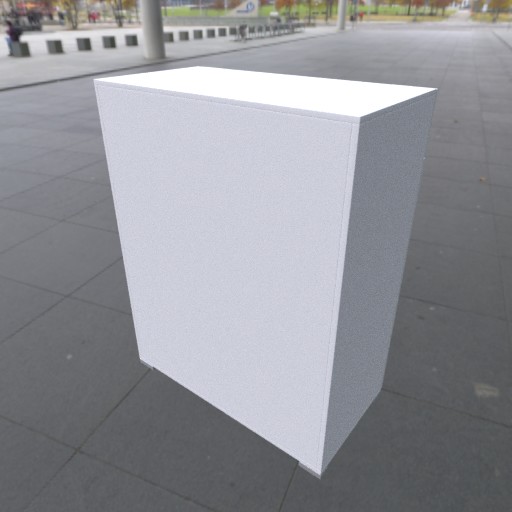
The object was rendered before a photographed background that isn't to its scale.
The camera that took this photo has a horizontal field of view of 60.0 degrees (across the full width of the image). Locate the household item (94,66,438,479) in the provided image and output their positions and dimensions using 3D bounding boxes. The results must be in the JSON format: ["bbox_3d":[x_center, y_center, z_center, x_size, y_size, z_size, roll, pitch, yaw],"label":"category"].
[{"bbox_3d":[0.000,0.000,1.379,0.790,1.010,0.420,21,35,32],"label":"household item"}]
